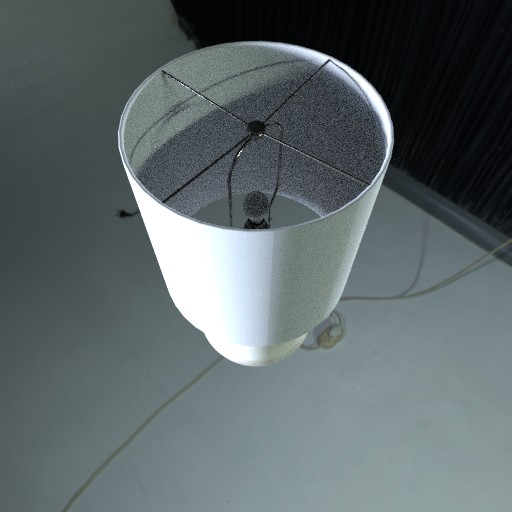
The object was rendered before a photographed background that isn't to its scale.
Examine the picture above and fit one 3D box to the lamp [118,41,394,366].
[{"bbox_3d":[0.000,0.000,0.523,0.217,0.404,0.217,34,64,19],"label":"lamp"}]
